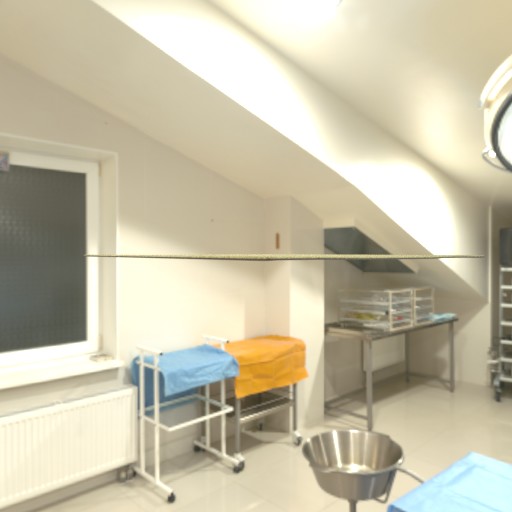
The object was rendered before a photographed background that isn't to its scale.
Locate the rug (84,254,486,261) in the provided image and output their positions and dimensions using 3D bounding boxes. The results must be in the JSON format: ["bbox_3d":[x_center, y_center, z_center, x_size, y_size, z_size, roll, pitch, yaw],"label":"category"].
[{"bbox_3d":[0.000,0.000,2.973,1.606,0.017,2.270,0,1,-37],"label":"rug"}]
